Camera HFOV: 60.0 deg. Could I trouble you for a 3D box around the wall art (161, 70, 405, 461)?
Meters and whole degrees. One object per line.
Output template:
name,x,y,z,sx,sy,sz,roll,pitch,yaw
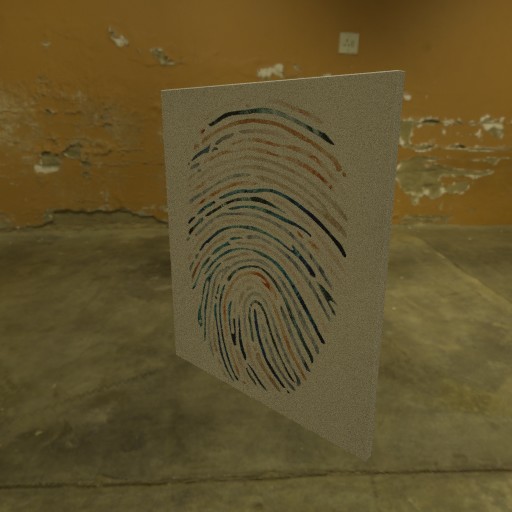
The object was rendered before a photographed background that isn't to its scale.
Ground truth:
wall art,0.000,0.000,0.973,0.609,0.710,0.021,15,22,41
